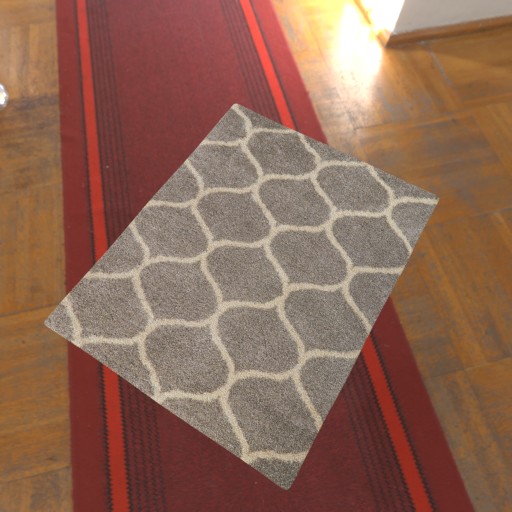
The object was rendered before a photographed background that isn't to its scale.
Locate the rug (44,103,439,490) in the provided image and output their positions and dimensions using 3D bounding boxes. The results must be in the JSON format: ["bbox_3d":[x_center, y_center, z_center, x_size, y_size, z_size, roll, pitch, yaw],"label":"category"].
[{"bbox_3d":[0.000,0.000,4.052,2.399,0.026,3.000,29,66,14],"label":"rug"}]
